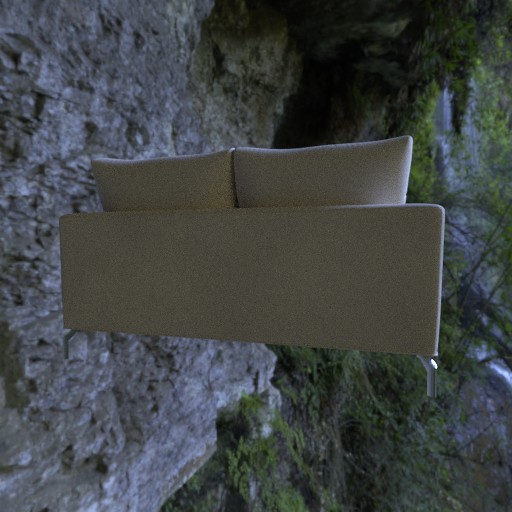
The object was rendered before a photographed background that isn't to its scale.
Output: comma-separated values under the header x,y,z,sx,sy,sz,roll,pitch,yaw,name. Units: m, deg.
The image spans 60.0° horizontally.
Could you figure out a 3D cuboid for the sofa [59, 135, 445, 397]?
x,y,z,sx,sy,sz,roll,pitch,yaw,name
0.000,0.000,2.298,1.739,0.995,0.906,1,2,19,sofa
